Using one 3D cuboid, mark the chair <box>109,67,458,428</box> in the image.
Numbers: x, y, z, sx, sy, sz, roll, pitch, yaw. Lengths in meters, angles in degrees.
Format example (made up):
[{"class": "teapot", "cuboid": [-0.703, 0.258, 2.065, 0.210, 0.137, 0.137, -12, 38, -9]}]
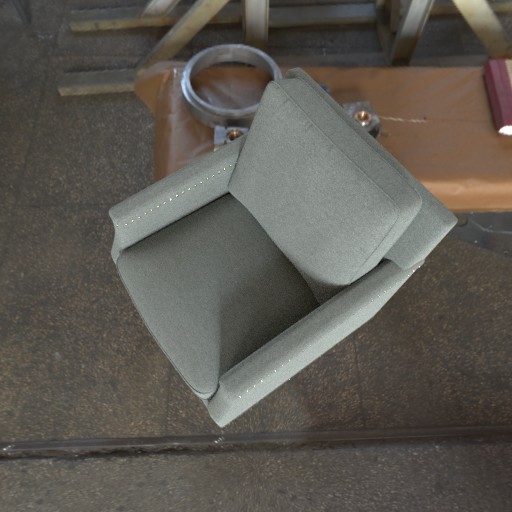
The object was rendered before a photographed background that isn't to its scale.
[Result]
[{"class": "chair", "cuboid": [0.000, 0.000, 1.822, 1.031, 1.031, 0.885, -32, 69, -14]}]
